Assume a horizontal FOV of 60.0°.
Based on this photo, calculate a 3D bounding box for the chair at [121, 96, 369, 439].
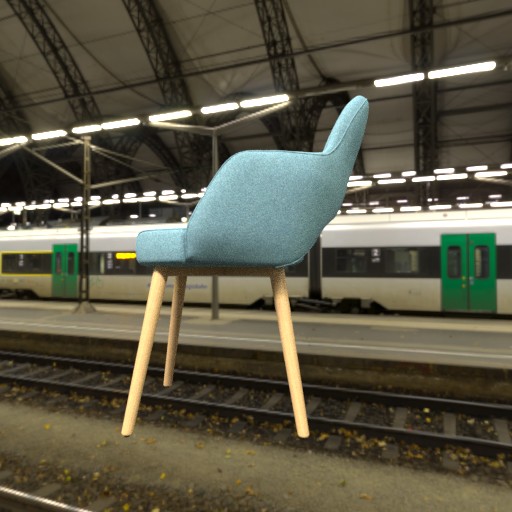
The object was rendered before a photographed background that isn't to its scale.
[{"bbox_3d":[0.000,0.000,1.344,0.666,0.920,0.589,0,-1,2],"label":"chair"}]
